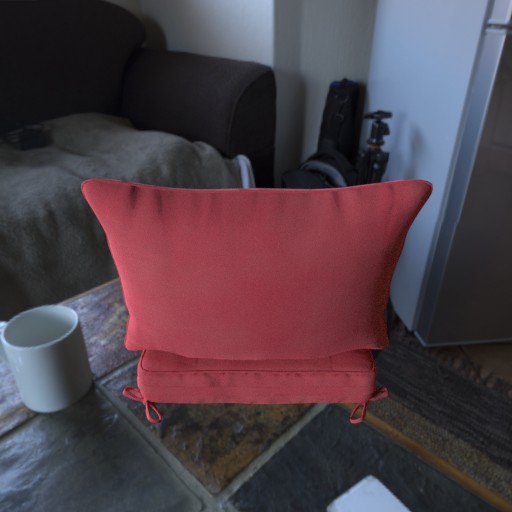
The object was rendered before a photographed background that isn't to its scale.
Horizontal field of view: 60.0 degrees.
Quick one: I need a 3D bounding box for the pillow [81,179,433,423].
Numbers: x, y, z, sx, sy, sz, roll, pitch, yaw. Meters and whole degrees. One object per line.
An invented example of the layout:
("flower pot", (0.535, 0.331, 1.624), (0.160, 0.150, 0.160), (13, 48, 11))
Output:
("pillow", (0.000, 0.000, 1.380), (0.798, 0.725, 0.733), (0, 31, 0))
